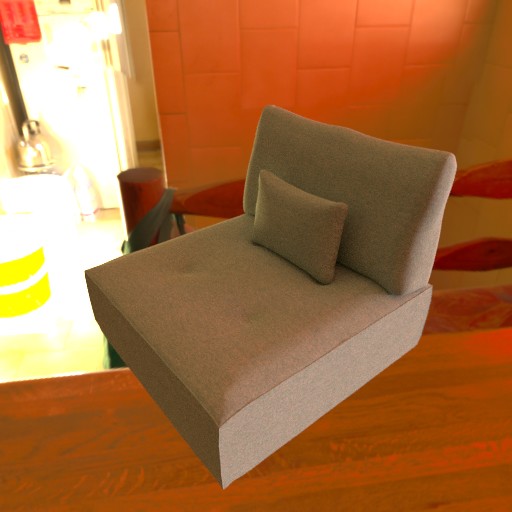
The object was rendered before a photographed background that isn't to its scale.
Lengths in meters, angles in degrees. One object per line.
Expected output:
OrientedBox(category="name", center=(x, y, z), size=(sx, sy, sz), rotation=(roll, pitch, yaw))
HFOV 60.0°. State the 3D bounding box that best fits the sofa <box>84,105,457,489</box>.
OrientedBox(category="sofa", center=(0.000, 0.000, 1.649), size=(1.000, 0.820, 0.930), rotation=(-23, 38, -33))
